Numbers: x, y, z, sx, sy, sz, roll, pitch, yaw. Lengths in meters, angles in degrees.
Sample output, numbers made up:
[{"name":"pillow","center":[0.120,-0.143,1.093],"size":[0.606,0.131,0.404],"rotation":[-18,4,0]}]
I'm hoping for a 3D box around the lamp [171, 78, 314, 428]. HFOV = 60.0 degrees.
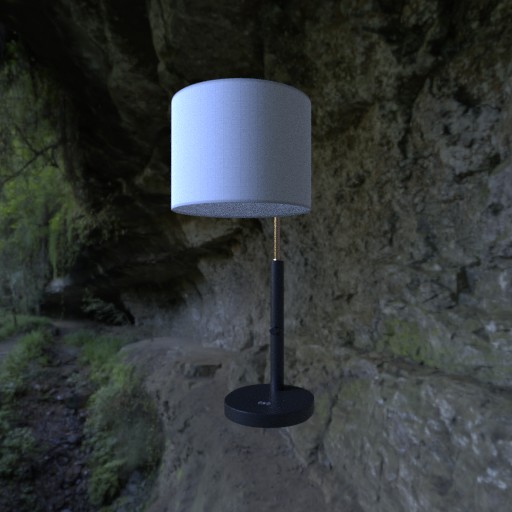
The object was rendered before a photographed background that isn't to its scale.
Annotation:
[{"name":"lamp","center":[0.000,0.000,0.706],"size":[0.199,0.540,0.337],"rotation":[0,-1,17]}]
